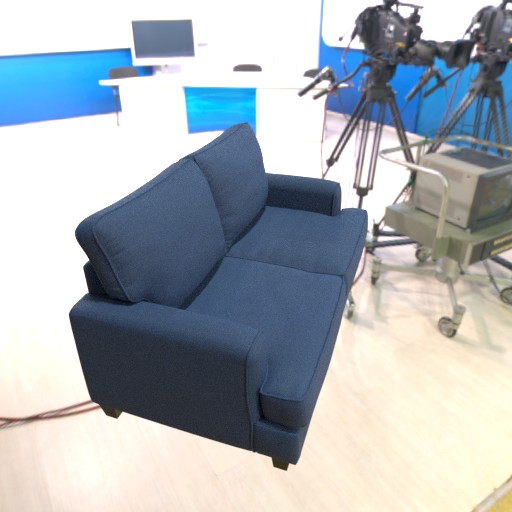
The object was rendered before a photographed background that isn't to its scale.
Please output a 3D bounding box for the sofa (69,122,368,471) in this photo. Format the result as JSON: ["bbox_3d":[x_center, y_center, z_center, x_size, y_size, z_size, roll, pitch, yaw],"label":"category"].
[{"bbox_3d":[0.000,0.000,2.229,0.965,0.965,1.651,10,32,17],"label":"sofa"}]
